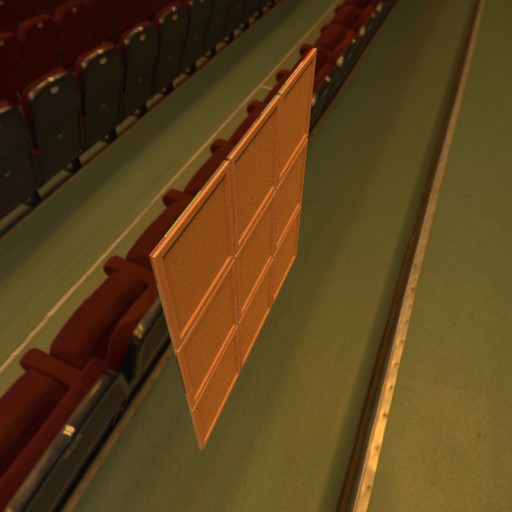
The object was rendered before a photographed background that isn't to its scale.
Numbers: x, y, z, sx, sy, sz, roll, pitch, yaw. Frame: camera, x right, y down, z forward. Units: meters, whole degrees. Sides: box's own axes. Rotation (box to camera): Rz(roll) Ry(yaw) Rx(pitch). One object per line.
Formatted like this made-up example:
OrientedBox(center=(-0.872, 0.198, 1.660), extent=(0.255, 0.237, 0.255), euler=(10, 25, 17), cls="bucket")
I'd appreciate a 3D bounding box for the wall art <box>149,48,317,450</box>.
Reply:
OrientedBox(center=(0.000, 0.000, 1.366), extent=(0.012, 0.910, 0.911), euler=(17, 50, 15), cls="wall art")
